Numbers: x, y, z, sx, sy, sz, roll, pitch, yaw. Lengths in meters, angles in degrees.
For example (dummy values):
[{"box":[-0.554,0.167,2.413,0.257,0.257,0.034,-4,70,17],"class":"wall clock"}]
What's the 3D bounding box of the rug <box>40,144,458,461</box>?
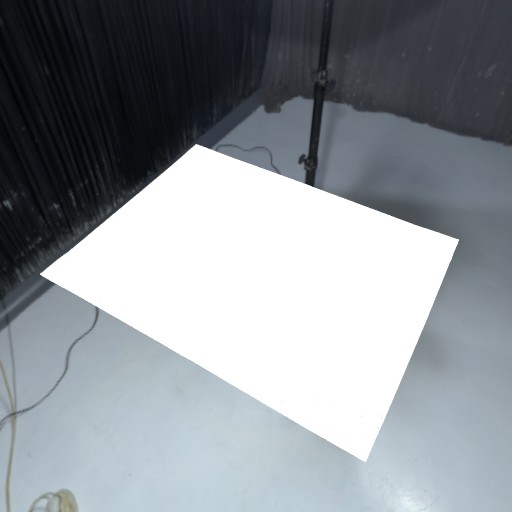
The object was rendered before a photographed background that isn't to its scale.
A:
[{"box":[0.000,0.000,4.974,3.778,0.053,2.873,24,52,21],"class":"rug"}]
